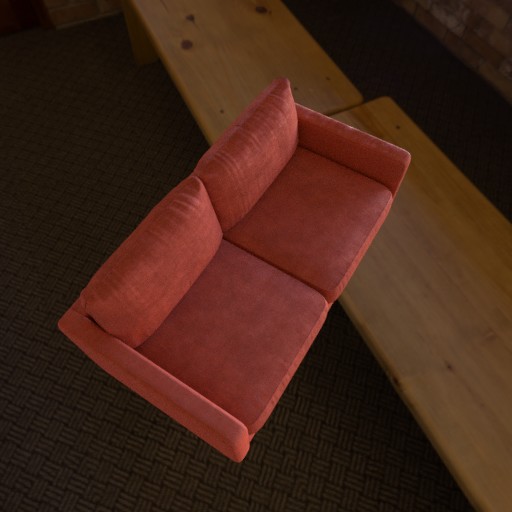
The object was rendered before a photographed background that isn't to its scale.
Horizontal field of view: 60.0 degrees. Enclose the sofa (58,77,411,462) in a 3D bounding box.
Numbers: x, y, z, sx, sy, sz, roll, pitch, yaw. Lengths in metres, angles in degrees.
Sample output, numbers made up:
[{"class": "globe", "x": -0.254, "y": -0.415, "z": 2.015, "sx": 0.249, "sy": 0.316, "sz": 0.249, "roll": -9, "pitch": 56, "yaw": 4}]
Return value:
[{"class": "sofa", "x": 0.000, "y": 0.000, "z": 2.113, "sx": 0.864, "sy": 0.896, "sz": 1.574, "roll": 28, "pitch": 63, "yaw": 16}]
